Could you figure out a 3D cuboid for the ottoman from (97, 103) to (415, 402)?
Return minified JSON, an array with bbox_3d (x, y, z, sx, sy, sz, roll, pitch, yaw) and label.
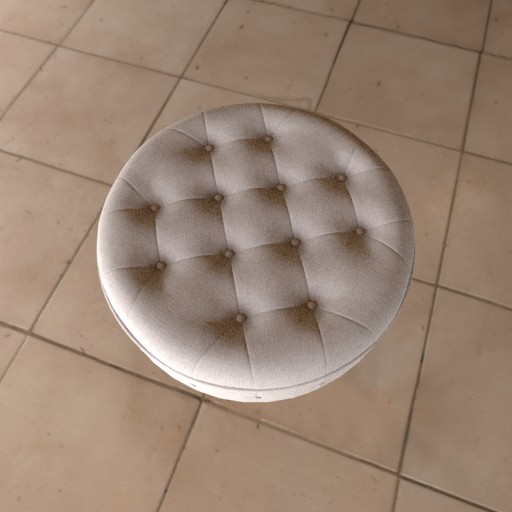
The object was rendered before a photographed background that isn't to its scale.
[{"bbox_3d":[0.000,0.000,1.342,0.849,0.478,0.849,0,64,0],"label":"ottoman"}]
